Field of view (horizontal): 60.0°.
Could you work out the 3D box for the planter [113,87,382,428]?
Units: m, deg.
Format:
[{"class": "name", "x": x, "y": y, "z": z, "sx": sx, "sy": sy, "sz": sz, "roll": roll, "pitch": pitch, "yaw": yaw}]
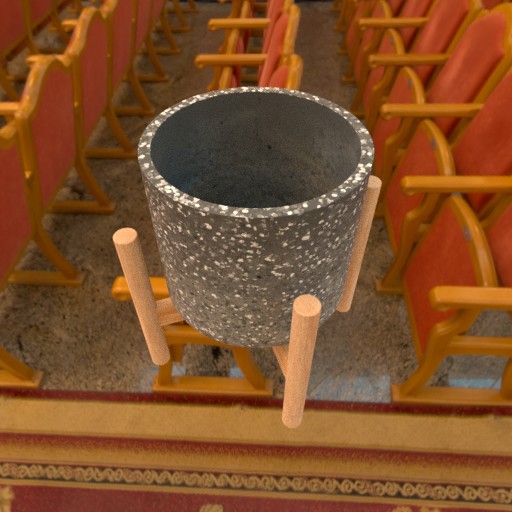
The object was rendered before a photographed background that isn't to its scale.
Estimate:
[{"class": "planter", "x": 0.000, "y": 0.000, "z": 0.538, "sx": 0.284, "sy": 0.320, "sz": 0.284, "roll": 3, "pitch": 47, "yaw": 3}]
